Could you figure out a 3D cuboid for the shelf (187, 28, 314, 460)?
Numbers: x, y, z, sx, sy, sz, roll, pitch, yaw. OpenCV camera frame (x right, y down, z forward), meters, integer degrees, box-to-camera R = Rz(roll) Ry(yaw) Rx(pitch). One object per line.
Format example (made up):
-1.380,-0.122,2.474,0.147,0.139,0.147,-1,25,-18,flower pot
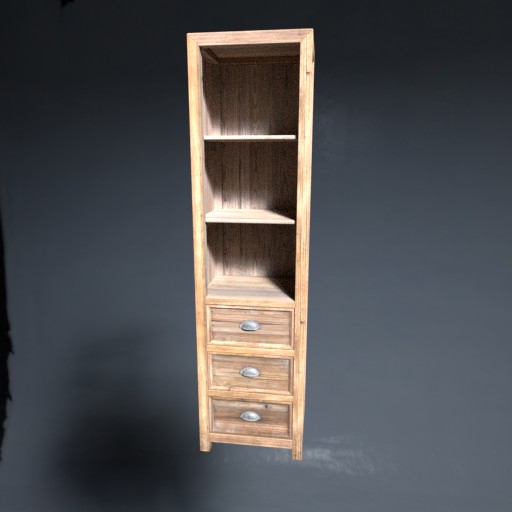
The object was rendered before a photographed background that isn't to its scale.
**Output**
0.000,0.000,2.145,0.500,1.900,0.428,2,13,8,shelf
